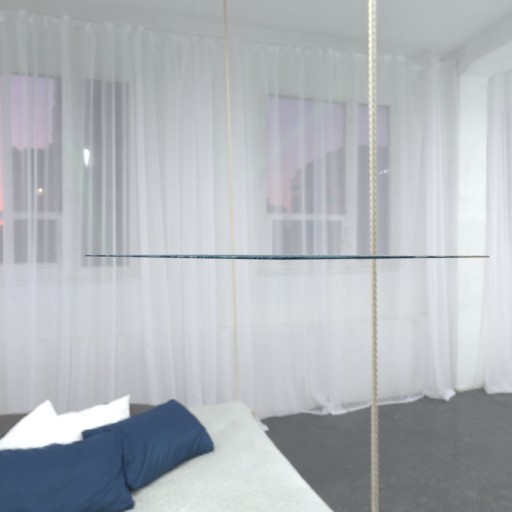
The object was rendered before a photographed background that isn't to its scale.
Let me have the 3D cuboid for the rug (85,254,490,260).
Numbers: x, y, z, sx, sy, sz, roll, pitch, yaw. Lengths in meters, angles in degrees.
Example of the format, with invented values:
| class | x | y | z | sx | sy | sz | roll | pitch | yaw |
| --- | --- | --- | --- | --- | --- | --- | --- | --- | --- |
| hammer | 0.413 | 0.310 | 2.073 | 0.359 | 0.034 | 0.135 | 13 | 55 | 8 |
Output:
| class | x | y | z | sx | sy | sz | roll | pitch | yaw |
| --- | --- | --- | --- | --- | --- | --- | --- | --- | --- |
| rug | 0.000 | 0.000 | 2.318 | 1.232 | 0.009 | 1.836 | 0 | 0 | -37 |
